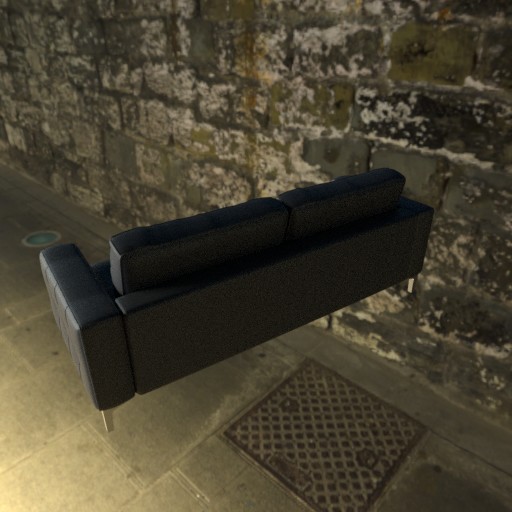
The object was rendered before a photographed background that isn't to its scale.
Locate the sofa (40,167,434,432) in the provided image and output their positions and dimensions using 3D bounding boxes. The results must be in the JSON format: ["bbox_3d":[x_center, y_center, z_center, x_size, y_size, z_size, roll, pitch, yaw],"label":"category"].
[{"bbox_3d":[0.000,0.000,2.695,2.275,0.893,0.833,-18,34,-29],"label":"sofa"}]
